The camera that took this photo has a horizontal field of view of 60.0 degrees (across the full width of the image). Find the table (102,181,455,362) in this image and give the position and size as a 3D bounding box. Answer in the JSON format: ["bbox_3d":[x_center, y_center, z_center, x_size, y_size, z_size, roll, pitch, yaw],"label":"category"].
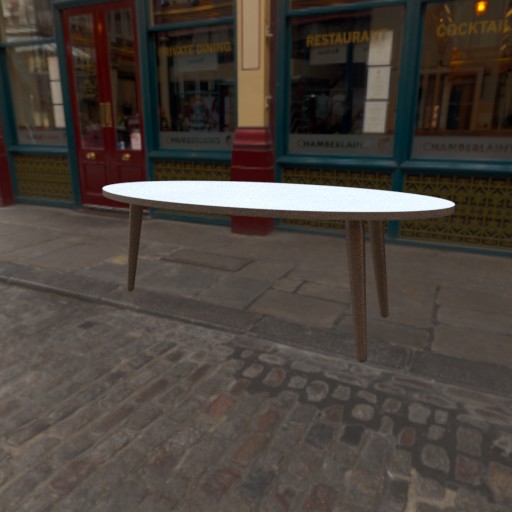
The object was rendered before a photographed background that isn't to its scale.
[{"bbox_3d":[0.000,0.000,1.365,1.083,0.390,0.542,7,17,25],"label":"table"}]
